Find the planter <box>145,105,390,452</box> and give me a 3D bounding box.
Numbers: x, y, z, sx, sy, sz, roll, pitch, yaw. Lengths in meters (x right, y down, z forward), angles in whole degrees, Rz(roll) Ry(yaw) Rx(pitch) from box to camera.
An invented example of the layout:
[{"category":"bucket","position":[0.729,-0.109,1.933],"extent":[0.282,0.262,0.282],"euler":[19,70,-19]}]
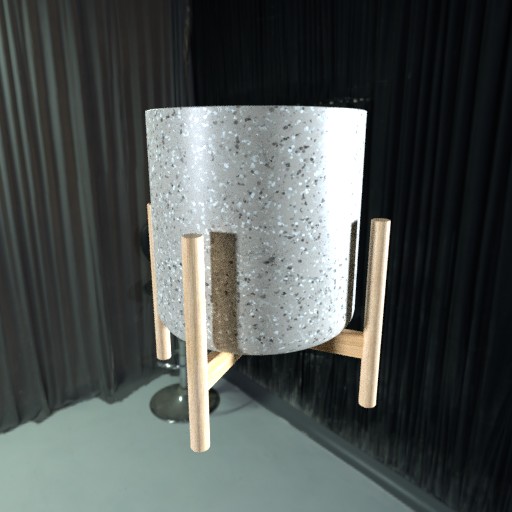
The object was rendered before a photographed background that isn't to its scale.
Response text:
[{"category":"planter","position":[0.000,0.000,0.679],"extent":[0.360,0.419,0.360],"euler":[-14,21,-42]}]
